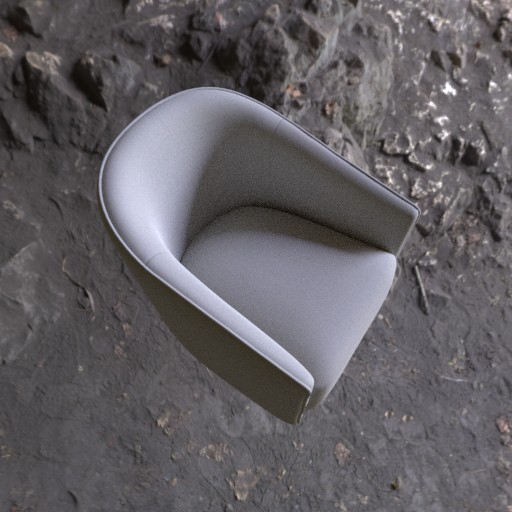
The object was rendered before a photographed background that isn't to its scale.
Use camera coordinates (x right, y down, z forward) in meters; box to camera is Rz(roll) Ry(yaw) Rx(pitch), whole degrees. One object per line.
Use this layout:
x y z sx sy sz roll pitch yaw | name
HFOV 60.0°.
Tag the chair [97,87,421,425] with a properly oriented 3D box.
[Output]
0.000 0.000 1.524 0.875 0.799 0.747 30 63 17 | chair
